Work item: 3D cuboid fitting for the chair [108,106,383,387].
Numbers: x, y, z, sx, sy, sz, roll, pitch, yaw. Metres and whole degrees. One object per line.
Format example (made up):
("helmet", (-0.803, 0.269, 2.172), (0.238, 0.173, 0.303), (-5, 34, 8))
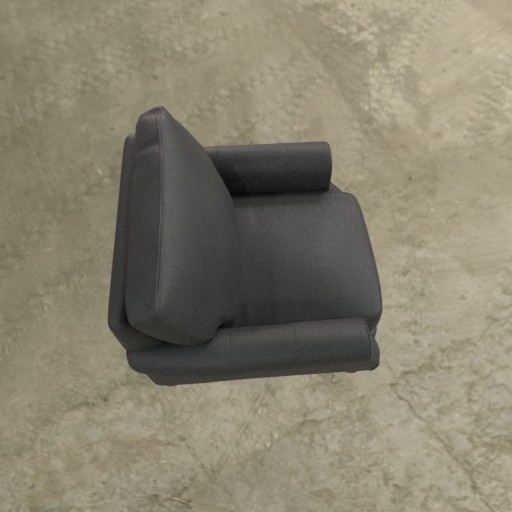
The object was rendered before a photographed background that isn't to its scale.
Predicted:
("chair", (0.000, 0.000, 1.801), (1.027, 0.960, 1.015), (0, 62, 0))
